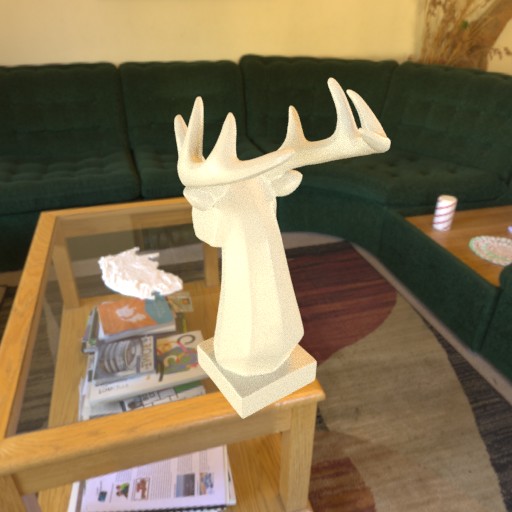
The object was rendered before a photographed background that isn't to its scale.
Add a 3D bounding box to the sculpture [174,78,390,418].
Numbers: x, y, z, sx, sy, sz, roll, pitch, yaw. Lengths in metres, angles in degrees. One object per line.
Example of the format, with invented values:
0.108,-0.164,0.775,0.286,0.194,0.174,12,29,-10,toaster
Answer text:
0.000,0.000,0.451,0.174,0.329,0.224,-19,35,-29,sculpture
